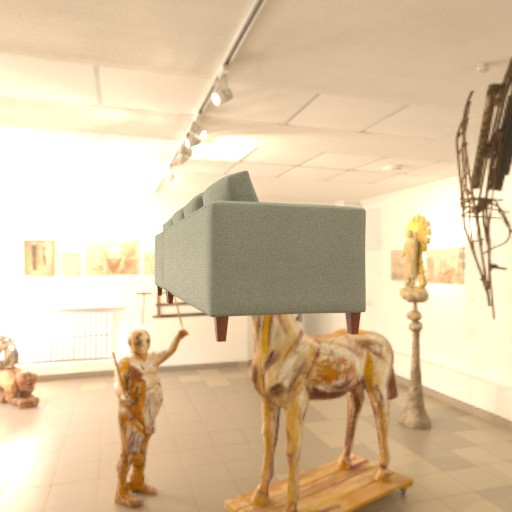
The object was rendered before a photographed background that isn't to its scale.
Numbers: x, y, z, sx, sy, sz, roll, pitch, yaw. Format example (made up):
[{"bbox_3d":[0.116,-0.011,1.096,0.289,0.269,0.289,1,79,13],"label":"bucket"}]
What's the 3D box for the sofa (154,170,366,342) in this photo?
[{"bbox_3d":[0.000,0.000,4.166,1.604,0.950,3.471,0,-1,-18],"label":"sofa"}]
